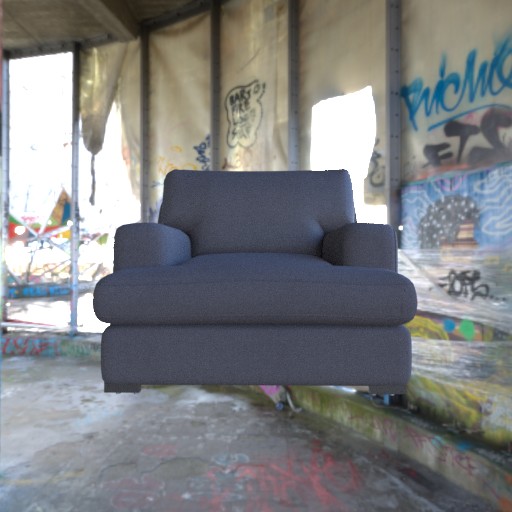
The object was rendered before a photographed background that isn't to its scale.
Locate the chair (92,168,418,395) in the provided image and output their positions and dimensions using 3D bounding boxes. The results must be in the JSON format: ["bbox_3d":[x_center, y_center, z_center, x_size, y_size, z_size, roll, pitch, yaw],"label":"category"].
[{"bbox_3d":[0.000,0.000,2.025,1.168,0.940,1.143,0,0,1],"label":"chair"}]
